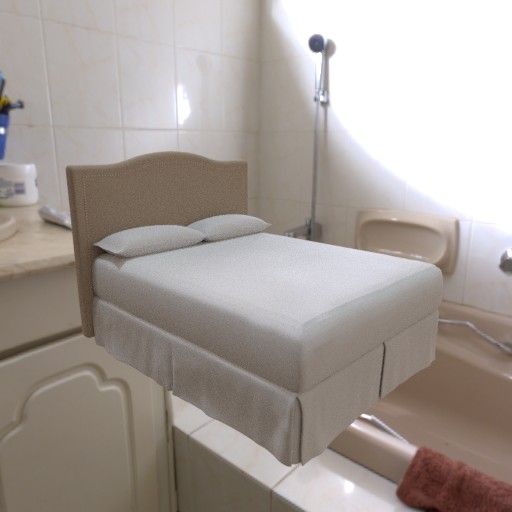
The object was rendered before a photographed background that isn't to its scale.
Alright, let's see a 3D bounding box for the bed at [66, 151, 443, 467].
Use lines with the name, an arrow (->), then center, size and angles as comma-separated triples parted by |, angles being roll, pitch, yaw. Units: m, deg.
bed -> 0.000, 0.000, 3.067 | 2.052, 1.398, 1.678 | 13, 19, 43
